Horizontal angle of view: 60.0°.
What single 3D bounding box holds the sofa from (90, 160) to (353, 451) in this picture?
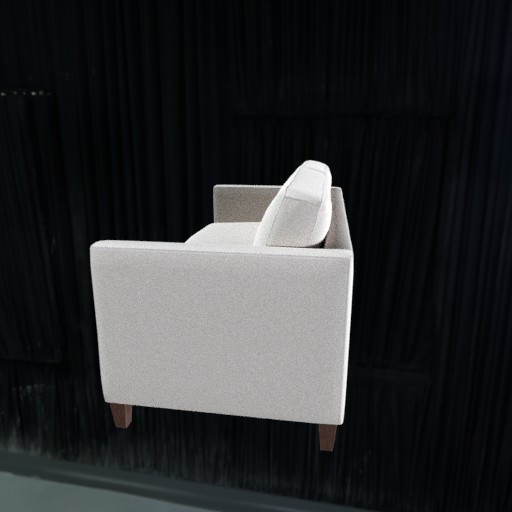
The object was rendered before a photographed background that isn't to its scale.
[{"bbox_3d":[0.000,0.000,2.233,0.873,0.888,1.722,3,16,9],"label":"sofa"}]
